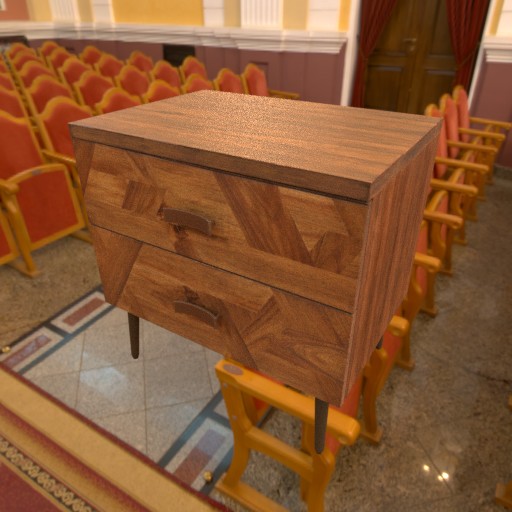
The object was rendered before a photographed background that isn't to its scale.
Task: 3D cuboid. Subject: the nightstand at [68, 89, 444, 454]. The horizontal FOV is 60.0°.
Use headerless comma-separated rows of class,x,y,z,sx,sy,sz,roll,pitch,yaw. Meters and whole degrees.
nightstand,0.000,0.000,1.023,0.610,0.610,0.458,17,34,27
